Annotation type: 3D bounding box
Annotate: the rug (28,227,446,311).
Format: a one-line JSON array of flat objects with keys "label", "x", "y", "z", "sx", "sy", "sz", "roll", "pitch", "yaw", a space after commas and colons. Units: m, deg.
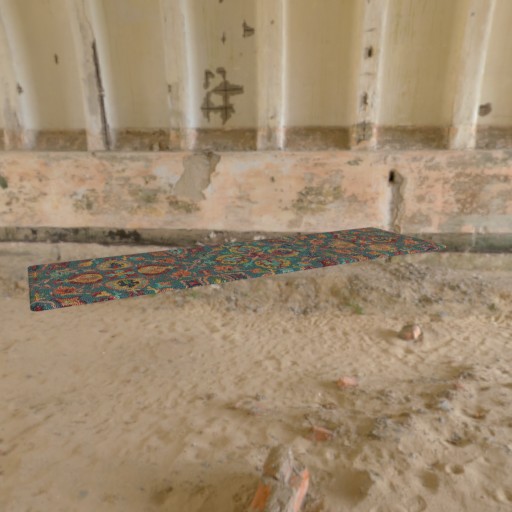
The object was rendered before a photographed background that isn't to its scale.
[{"label": "rug", "x": 0.000, "y": 0.000, "z": 2.488, "sx": 2.286, "sy": 0.013, "sz": 0.686, "roll": -7, "pitch": 17, "yaw": -26}]
